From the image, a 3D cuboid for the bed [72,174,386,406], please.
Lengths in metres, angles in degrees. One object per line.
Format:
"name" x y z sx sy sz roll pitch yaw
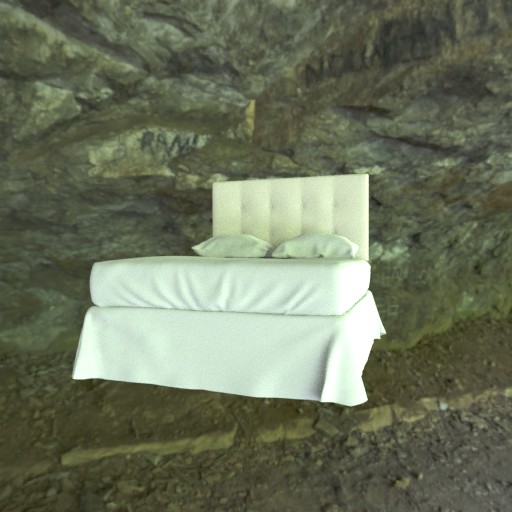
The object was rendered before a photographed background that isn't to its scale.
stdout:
"bed" 0.000 0.000 3.569 1.936 1.577 2.222 0 0 18
